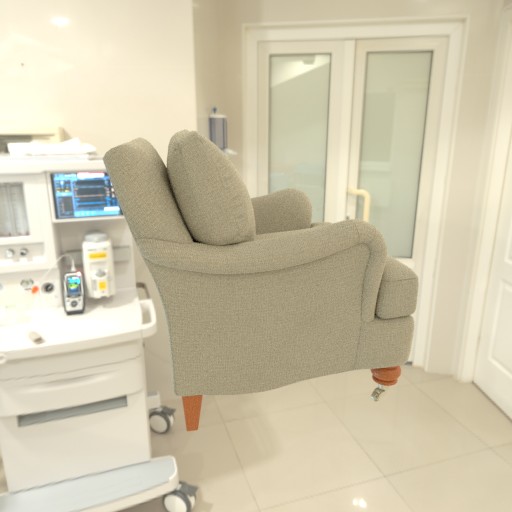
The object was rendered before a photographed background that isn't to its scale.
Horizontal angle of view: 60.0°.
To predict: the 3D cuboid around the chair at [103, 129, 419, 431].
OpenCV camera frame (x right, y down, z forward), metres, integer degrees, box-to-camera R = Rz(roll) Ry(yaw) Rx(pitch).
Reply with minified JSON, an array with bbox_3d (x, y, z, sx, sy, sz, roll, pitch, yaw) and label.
[{"bbox_3d":[0.000,0.000,1.897,1.070,1.038,0.955,-3,17,-11],"label":"chair"}]
